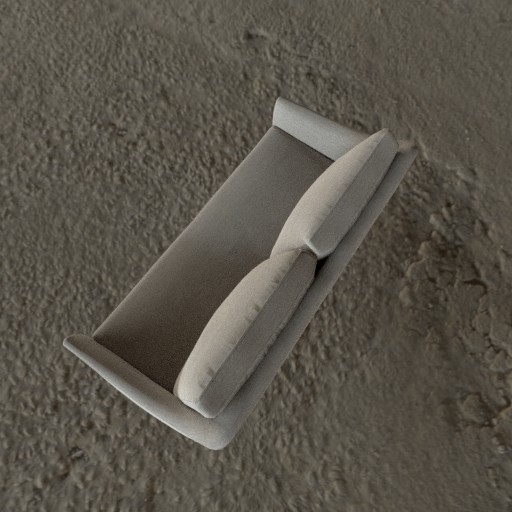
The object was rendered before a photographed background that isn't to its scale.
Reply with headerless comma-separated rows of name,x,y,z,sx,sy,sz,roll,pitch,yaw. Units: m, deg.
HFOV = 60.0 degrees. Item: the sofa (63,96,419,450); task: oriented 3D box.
sofa,0.000,0.000,2.583,0.980,0.913,2.036,31,68,14
